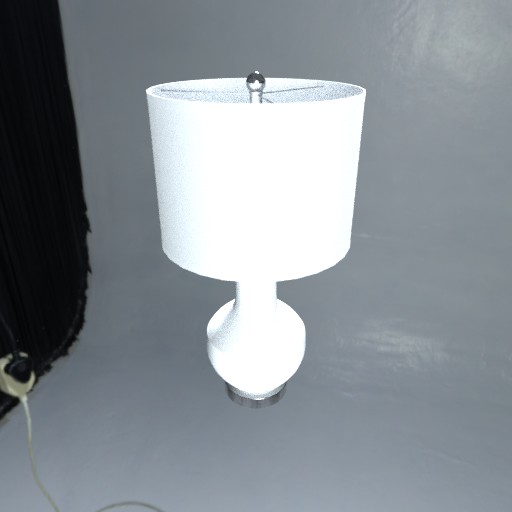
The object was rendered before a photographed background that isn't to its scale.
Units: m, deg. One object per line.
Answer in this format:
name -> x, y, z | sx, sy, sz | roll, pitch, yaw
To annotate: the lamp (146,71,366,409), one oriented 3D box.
lamp -> 0.000, 0.000, 0.873 | 0.357, 0.673, 0.357 | 8, 28, 15
